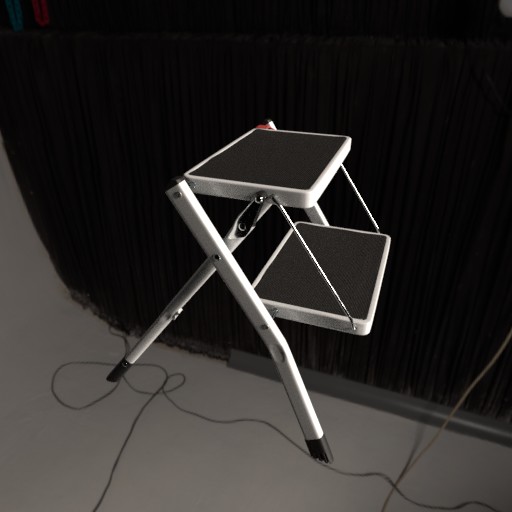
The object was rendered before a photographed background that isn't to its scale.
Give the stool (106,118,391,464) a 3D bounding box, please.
[{"bbox_3d":[0.000,0.000,0.881,0.490,0.445,0.485,10,31,18],"label":"stool"}]
